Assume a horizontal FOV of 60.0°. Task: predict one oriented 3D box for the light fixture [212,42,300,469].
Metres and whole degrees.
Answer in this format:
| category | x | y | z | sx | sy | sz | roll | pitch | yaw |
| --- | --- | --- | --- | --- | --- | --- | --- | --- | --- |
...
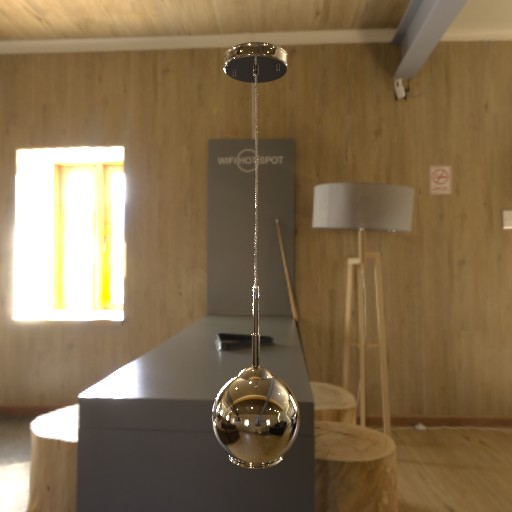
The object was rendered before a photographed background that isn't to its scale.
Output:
| category | x | y | z | sx | sy | sz | roll | pitch | yaw |
| --- | --- | --- | --- | --- | --- | --- | --- | --- | --- |
| light fixture | 0.000 | 0.000 | 1.709 | 0.336 | 1.538 | 0.336 | 0 | -1 | 18 |
